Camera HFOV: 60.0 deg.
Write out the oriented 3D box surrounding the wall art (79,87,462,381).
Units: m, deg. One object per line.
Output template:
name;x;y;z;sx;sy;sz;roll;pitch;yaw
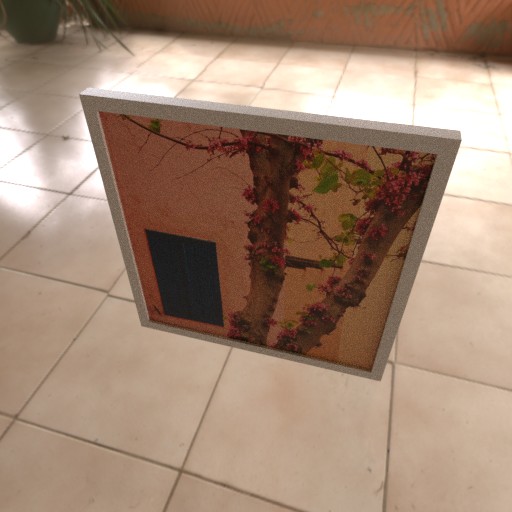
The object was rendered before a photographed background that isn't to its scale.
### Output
wall art;0.000;0.000;1.123;0.762;0.762;0.038;11;43;12
